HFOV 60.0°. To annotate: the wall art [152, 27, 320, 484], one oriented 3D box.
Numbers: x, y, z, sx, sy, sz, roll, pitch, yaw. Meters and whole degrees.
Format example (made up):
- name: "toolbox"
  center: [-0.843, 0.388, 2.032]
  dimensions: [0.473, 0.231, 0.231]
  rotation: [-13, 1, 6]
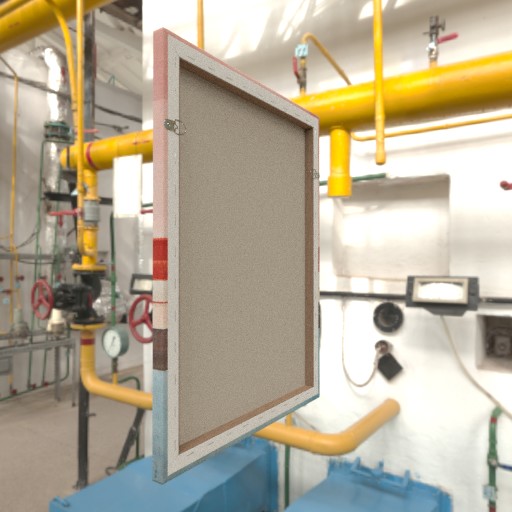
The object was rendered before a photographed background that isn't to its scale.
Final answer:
- name: "wall art"
  center: [0.000, 0.000, 1.303]
  dimensions: [0.039, 1.016, 0.761]
  rotation: [0, -1, 35]
